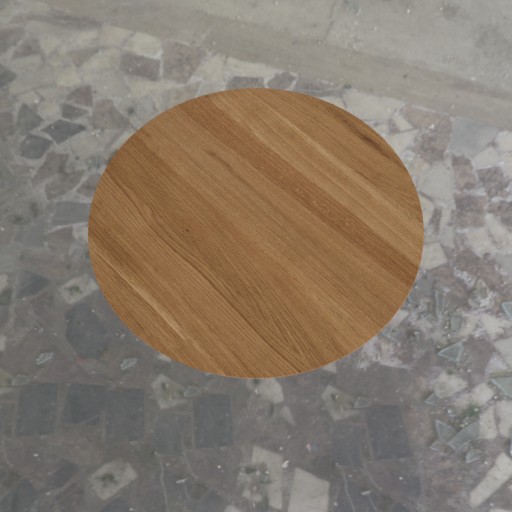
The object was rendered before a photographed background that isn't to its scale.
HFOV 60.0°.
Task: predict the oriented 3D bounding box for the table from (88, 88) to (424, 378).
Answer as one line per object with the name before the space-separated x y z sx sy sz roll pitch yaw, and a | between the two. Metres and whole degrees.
table | 0.000 0.000 1.685 1.038 0.666 1.038 0 64 0
